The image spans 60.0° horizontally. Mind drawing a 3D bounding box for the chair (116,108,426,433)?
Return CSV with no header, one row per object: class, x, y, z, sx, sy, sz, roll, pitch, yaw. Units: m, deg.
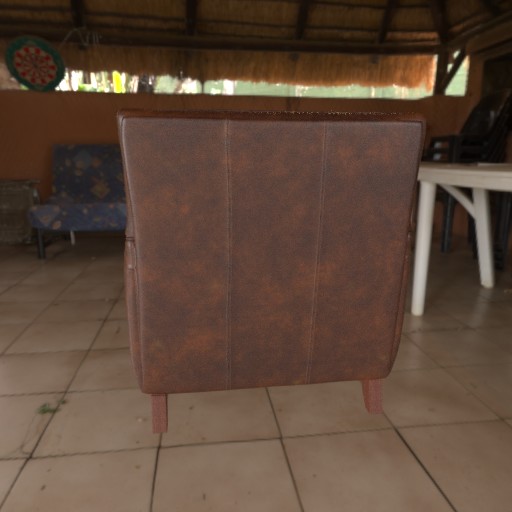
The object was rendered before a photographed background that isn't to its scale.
chair,0.000,0.000,1.605,0.870,0.943,0.823,-2,13,-8
